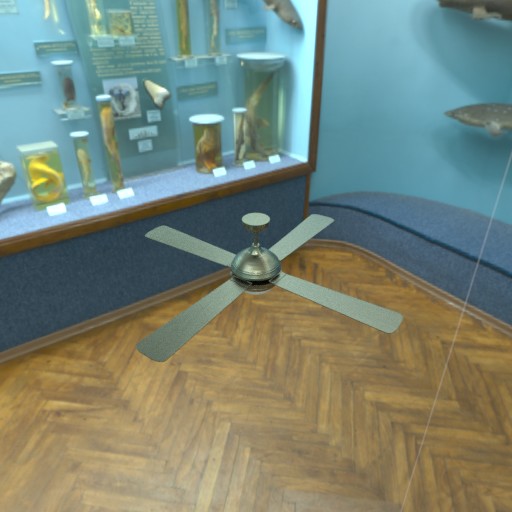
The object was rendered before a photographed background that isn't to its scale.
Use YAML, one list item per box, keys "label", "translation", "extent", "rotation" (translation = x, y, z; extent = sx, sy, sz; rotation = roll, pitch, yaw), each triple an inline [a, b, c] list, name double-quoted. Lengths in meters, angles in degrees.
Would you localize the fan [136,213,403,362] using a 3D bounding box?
- label: "fan"
  translation: [0.000, 0.000, 2.044]
  extent: [1.321, 0.381, 1.321]
  rotation: [-20, 37, -29]
